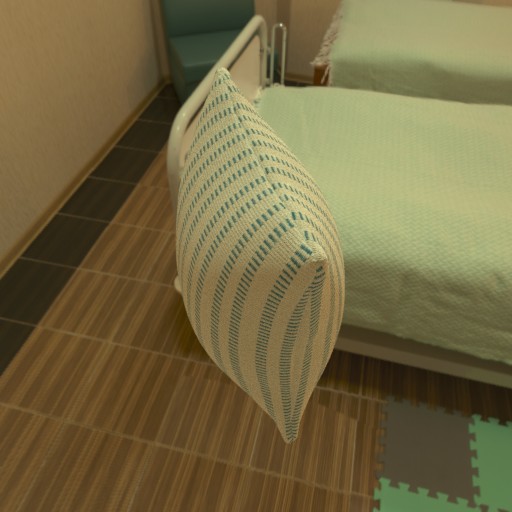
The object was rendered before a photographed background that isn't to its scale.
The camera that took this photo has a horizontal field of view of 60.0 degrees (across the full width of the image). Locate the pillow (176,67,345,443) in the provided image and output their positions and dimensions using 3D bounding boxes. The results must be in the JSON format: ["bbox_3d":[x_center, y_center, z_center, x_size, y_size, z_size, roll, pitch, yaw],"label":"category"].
[{"bbox_3d":[0.000,0.000,0.694,0.247,0.419,0.438,-11,47,-11],"label":"pillow"}]
